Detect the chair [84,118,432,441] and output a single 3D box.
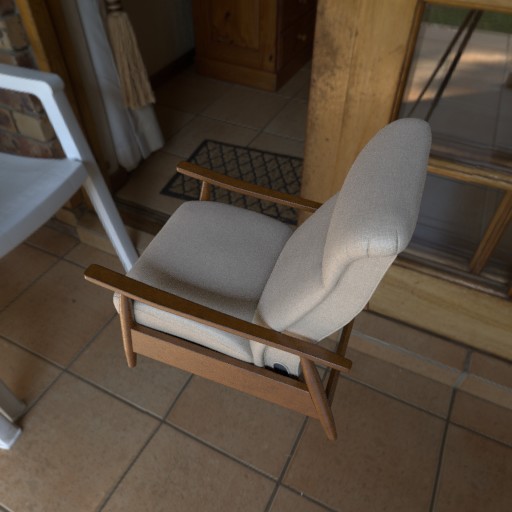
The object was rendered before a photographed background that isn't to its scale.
[{"bbox_3d":[0.000,0.000,1.746,1.030,1.082,0.762,15,48,14],"label":"chair"}]
